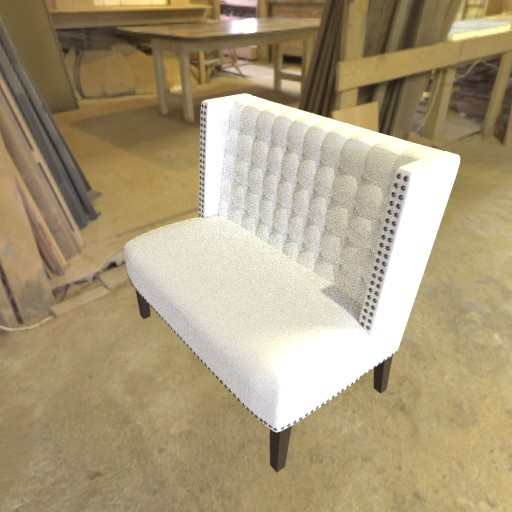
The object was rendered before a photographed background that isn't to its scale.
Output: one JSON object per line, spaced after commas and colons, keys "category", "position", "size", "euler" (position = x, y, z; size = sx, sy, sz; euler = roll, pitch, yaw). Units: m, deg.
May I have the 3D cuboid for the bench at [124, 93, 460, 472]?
{"category": "bench", "position": [0.000, 0.000, 2.038], "size": [0.847, 1.123, 1.280], "euler": [-23, 38, -31]}
